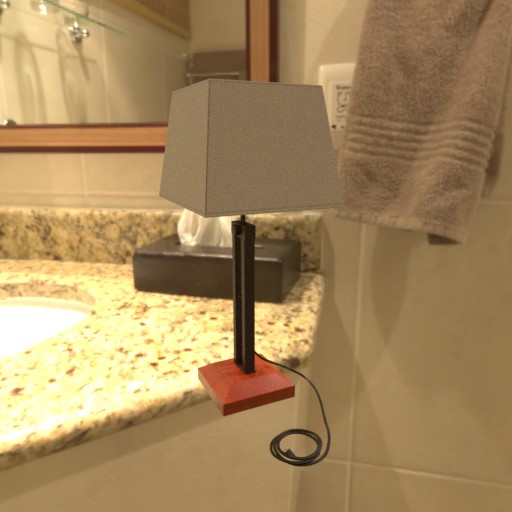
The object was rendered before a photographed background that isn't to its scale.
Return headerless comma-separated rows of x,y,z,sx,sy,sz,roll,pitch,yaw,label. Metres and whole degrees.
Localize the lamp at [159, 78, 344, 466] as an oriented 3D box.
0.000,0.000,0.993,0.310,0.737,0.498,-7,16,-24,lamp
